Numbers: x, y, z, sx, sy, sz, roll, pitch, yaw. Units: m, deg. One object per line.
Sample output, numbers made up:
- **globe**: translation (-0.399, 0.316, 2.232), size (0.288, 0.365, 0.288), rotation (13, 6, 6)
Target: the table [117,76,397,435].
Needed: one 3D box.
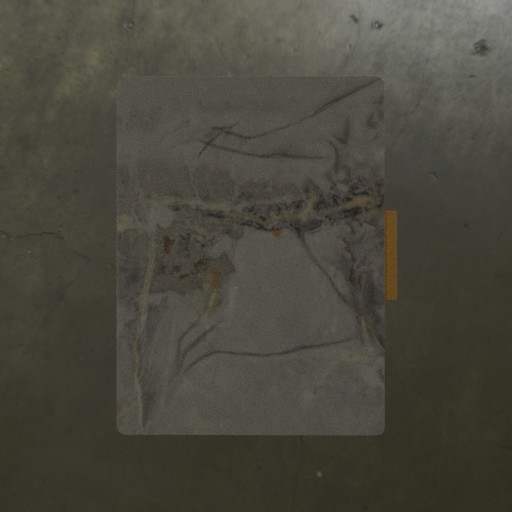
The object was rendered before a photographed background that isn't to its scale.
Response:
- **table**: translation (0.000, 0.000, 0.902), size (0.400, 0.570, 0.500), rotation (0, 90, 0)
